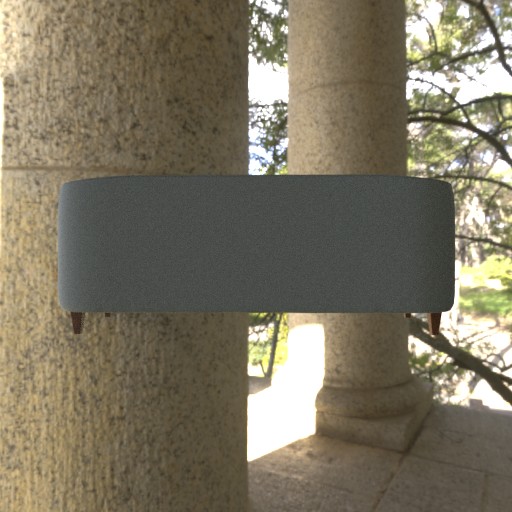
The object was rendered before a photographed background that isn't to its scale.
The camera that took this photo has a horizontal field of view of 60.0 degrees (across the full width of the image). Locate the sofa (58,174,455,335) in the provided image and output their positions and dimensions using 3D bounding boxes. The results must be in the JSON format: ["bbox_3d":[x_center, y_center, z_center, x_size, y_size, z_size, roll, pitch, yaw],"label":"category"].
[{"bbox_3d":[0.000,0.000,2.770,2.278,0.855,0.941,0,0,1],"label":"sofa"}]
